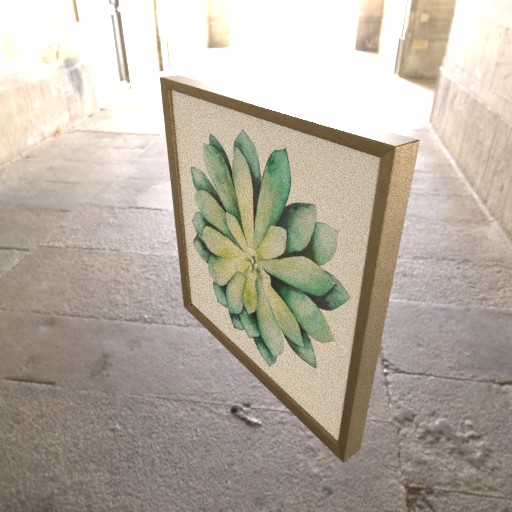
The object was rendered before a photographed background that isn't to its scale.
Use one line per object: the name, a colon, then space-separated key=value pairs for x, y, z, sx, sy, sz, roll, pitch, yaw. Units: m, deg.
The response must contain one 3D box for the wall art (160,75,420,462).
wall art: x=0.000 y=0.000 z=0.747 sx=0.040 sy=0.506 sz=0.503 roll=-22 pitch=37 yaw=-31
